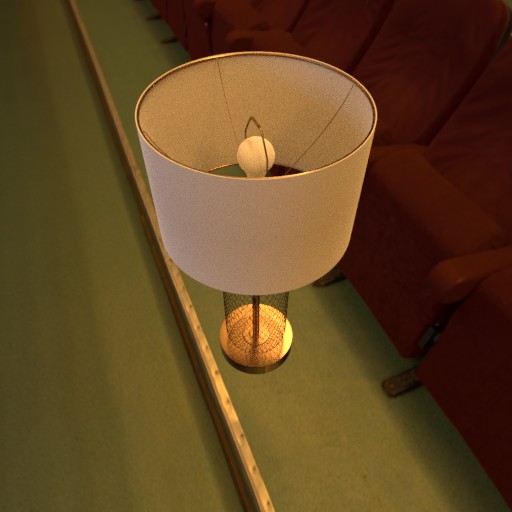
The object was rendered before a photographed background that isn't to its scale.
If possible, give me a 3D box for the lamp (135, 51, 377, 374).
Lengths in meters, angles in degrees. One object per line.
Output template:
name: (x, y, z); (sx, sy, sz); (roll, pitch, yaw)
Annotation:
lamp: (0.000, 0.000, 0.648); (0.252, 0.483, 0.252); (-18, 51, -15)
